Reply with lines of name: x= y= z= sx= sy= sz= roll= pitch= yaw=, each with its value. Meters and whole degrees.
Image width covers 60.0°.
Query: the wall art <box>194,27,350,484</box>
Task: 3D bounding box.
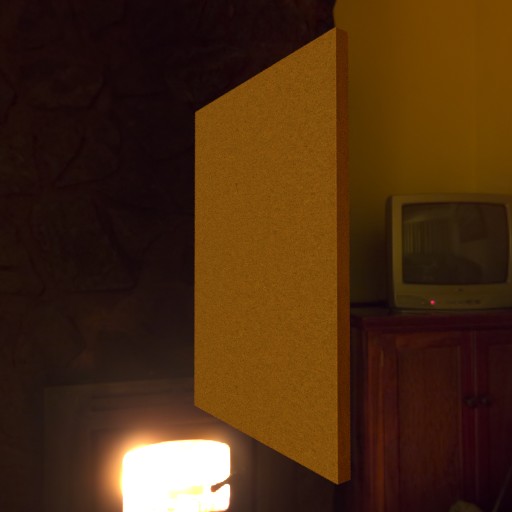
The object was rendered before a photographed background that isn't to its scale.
wall art: x=0.000 y=0.000 z=1.144 sx=0.037 sy=0.914 sz=0.610 roll=1 pitch=-2 yaw=-35
